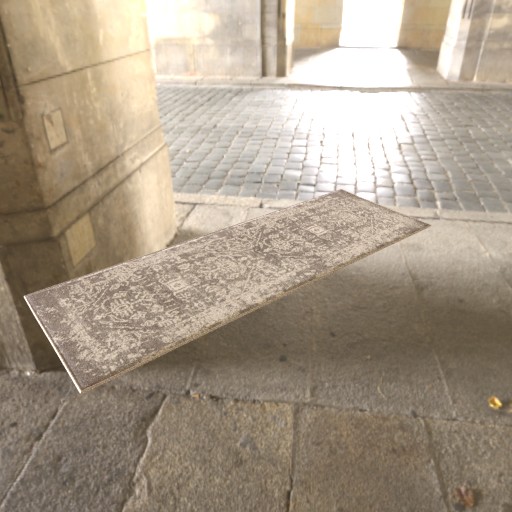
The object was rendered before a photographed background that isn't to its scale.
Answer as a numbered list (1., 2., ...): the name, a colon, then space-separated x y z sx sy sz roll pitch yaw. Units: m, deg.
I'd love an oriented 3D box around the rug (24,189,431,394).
1. rug: 0.000 0.000 2.705 2.452 0.017 0.855 -22 37 -32
